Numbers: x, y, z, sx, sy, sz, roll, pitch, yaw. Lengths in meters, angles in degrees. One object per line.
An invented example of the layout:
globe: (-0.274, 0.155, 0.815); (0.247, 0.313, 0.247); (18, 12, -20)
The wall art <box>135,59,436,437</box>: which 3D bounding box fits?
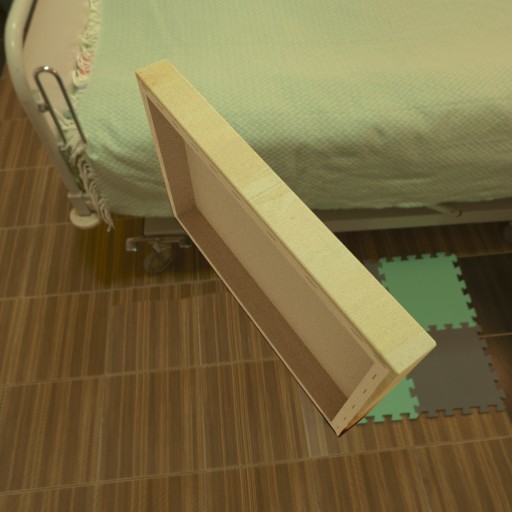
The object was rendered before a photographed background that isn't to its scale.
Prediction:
wall art: (0.000, 0.000, 0.486); (0.037, 0.251, 0.383); (-31, 64, -17)
